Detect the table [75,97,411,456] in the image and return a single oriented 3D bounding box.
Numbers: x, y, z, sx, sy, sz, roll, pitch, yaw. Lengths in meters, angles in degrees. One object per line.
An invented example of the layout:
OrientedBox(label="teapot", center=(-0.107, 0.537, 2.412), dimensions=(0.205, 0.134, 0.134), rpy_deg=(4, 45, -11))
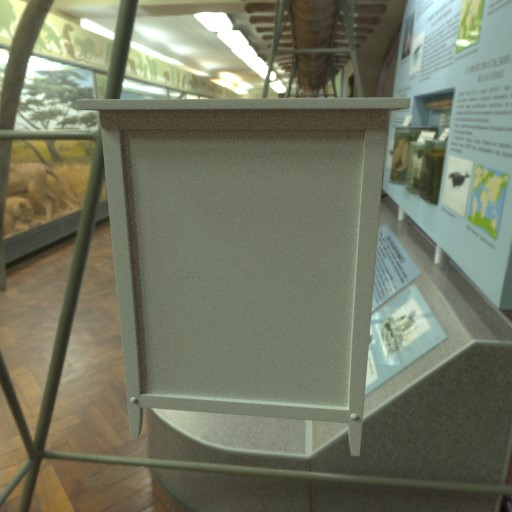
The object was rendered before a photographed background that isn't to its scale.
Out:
OrientedBox(label="table", center=(0.000, 0.000, 0.747), dimensions=(0.381, 0.483, 0.381), rpy_deg=(2, 17, 7))
